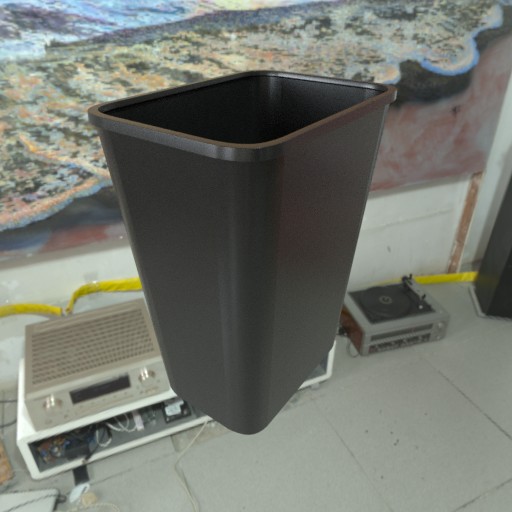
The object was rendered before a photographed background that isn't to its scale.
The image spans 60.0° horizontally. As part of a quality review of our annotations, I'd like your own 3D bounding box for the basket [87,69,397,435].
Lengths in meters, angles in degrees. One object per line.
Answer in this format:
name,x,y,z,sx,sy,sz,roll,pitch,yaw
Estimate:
basket,0.000,0.000,0.753,0.287,0.521,0.394,21,38,30
